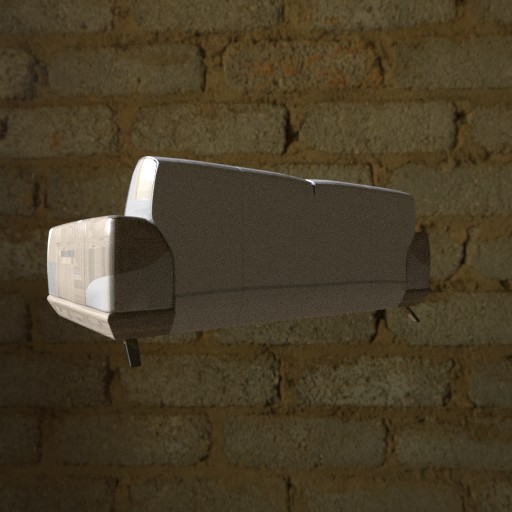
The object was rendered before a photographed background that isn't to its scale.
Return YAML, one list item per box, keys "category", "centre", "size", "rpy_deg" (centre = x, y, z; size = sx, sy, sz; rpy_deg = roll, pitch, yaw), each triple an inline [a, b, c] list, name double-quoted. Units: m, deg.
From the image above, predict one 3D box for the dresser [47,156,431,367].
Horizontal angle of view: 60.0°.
- category: "dresser"
  centre: [0.000, 0.000, 5.842]
  size: [4.679, 1.863, 2.251]
  rpy_deg: [0, 0, -37]
